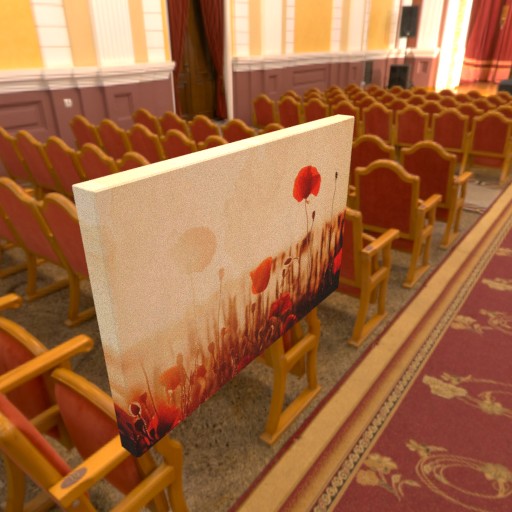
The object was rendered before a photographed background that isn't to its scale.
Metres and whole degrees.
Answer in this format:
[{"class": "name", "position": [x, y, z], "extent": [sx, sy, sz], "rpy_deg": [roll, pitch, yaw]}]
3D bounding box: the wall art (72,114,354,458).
[{"class": "wall art", "position": [0.000, 0.000, 0.779], "extent": [0.040, 0.402, 0.613], "rpy_deg": [19, 32, 33]}]
